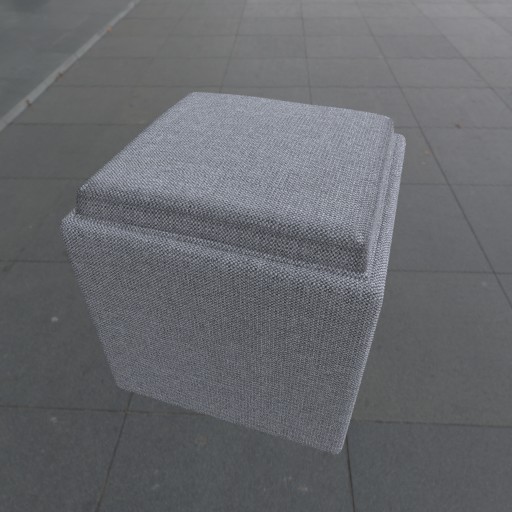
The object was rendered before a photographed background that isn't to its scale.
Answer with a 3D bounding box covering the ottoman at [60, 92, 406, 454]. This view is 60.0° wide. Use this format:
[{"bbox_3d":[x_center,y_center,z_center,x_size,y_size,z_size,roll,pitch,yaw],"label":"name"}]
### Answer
[{"bbox_3d":[0.000,0.000,0.838,0.454,0.487,0.436,12,43,13],"label":"ottoman"}]
